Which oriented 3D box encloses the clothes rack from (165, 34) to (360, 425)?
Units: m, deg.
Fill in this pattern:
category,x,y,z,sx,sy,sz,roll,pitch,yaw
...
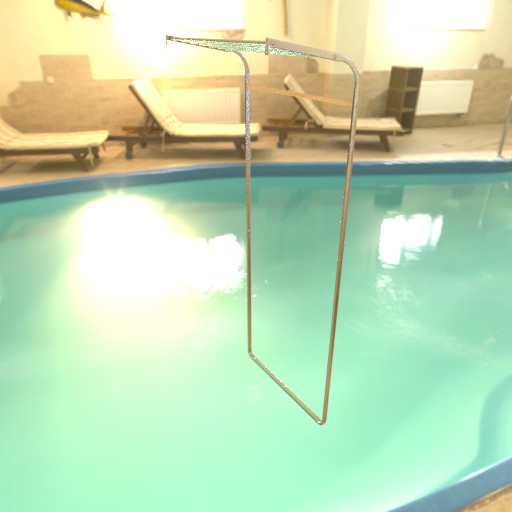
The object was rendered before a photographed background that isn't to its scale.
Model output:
category,x,y,z,sx,sy,sz,roll,pitch,yaw
clothes rack,0.000,0.000,1.763,0.349,1.574,0.609,-18,32,-30
